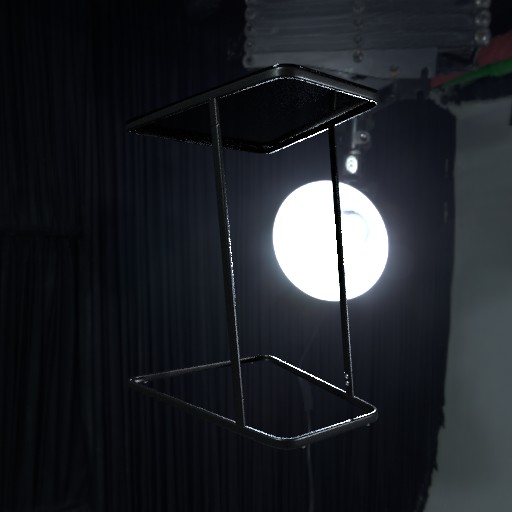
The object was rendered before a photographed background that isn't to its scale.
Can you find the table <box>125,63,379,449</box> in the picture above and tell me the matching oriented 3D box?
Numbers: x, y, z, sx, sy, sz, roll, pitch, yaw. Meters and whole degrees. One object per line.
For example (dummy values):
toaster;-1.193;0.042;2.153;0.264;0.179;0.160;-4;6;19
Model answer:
table;0.000;0.000;0.974;0.427;0.624;0.500;-1;1;-35
